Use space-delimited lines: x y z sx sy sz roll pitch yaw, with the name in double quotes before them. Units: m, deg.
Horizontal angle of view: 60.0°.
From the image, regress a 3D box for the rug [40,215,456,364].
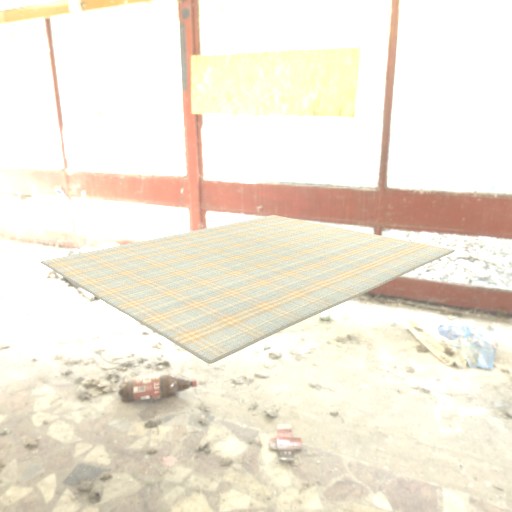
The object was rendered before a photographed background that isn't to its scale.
"rug" 0.000 0.000 4.134 3.066 0.030 2.462 -15 22 -42
